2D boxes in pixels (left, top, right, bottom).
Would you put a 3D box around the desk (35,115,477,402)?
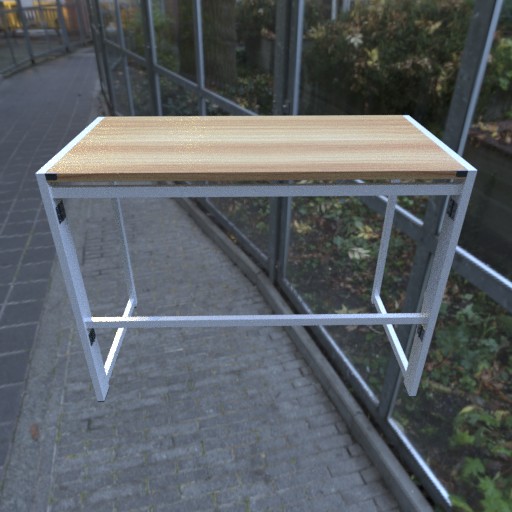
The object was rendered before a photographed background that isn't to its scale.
[{"bbox_3d":[0.000,0.000,1.428,1.016,0.762,0.508,-1,31,-1],"label":"desk"}]
